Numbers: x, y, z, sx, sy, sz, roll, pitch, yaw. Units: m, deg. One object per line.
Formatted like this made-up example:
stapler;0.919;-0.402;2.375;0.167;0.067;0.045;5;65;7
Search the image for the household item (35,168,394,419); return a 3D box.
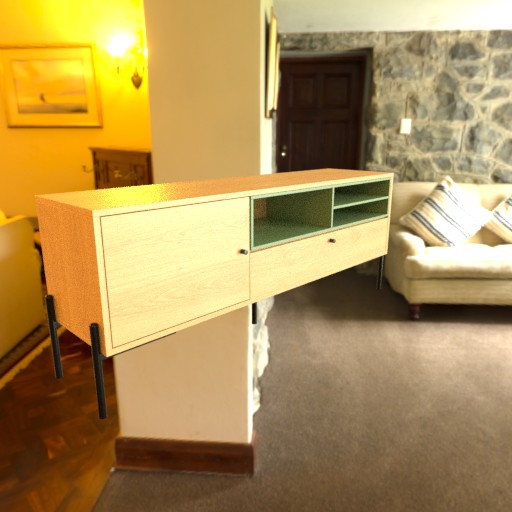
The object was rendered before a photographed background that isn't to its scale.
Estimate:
household item;0.000;0.000;1.807;0.400;0.600;1.550;15;21;43
